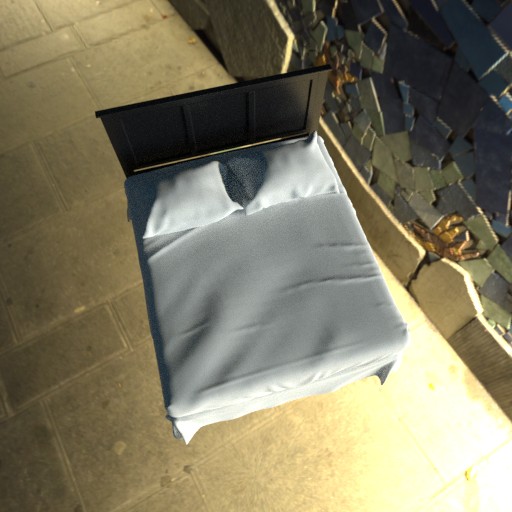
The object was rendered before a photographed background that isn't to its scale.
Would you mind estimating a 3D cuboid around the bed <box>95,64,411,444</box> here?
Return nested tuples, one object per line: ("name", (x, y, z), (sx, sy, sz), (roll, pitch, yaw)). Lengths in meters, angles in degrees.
("bed", (0.000, 0.000, 3.163), (1.870, 1.270, 2.050), (-14, 64, -7))
